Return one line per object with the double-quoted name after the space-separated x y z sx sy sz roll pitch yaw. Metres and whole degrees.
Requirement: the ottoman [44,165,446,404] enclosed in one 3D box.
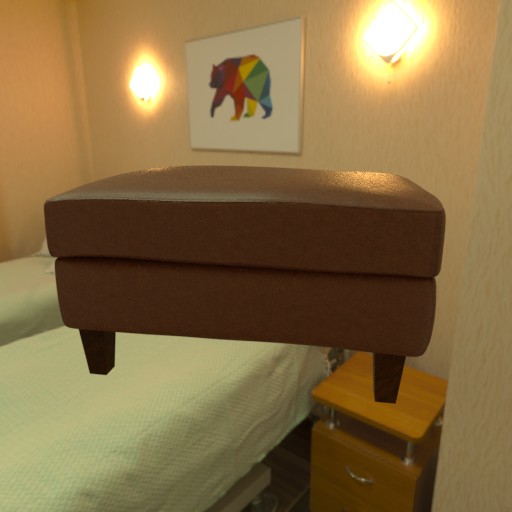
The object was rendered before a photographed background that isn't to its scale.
0.000 0.000 1.230 0.851 0.485 0.650 3 16 10 "ottoman"
